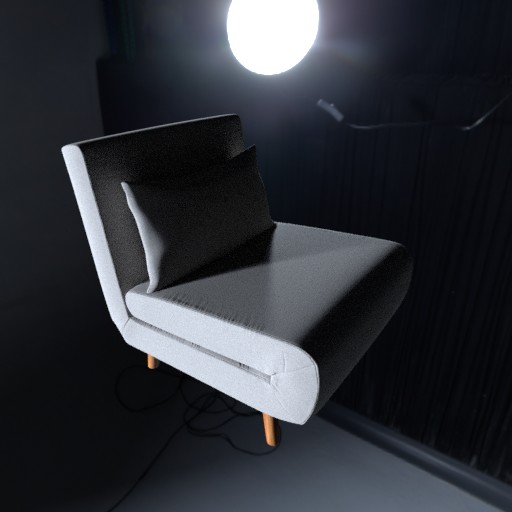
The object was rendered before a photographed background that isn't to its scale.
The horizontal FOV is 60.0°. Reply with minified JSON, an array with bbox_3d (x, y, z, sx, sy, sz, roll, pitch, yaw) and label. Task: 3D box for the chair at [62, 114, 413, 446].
[{"bbox_3d":[0.000,0.000,1.517,0.902,0.808,0.770,17,30,31],"label":"chair"}]
